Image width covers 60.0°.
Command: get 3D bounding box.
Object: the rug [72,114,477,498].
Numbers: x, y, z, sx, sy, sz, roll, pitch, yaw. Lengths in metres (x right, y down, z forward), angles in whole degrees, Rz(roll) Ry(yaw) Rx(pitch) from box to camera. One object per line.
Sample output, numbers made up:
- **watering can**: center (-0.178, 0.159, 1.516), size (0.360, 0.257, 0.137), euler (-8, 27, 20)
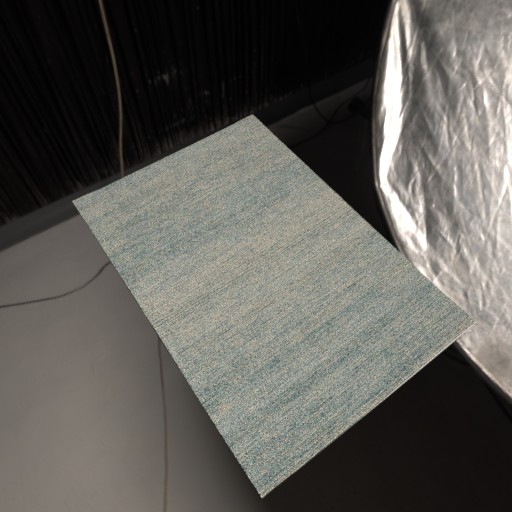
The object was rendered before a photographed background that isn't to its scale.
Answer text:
- **rug**: center (0.000, 0.000, 5.104), size (2.802, 0.052, 4.078), euler (-31, 62, -19)
